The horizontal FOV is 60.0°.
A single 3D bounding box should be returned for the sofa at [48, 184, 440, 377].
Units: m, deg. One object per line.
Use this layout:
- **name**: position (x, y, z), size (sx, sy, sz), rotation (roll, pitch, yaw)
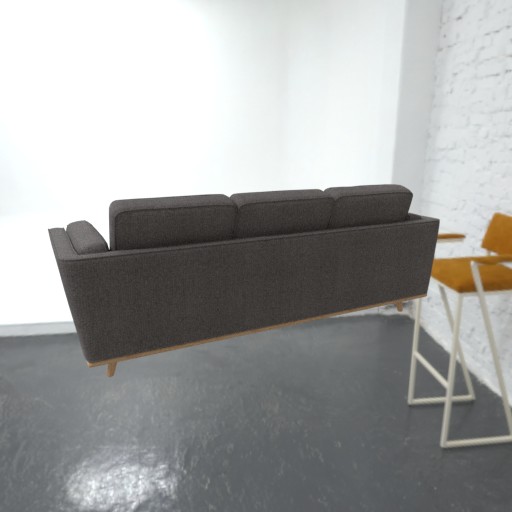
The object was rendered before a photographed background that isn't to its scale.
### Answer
- **sofa**: position (0.000, 0.000, 2.854), size (2.362, 0.899, 0.903), rotation (-7, 16, -26)
